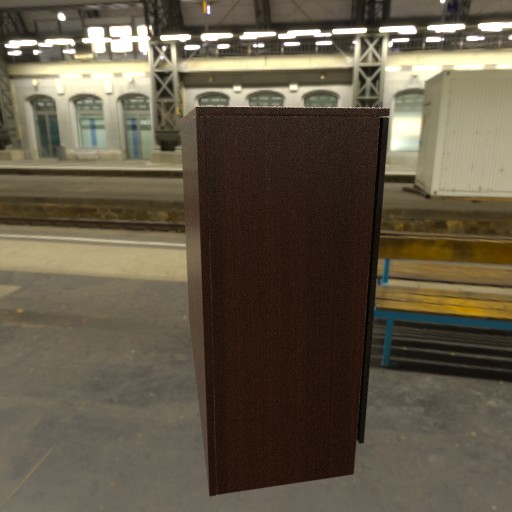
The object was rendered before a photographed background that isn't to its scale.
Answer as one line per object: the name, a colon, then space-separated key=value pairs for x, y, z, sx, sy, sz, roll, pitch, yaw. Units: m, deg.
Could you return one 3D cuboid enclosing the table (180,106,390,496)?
table: x=0.000 y=0.000 z=1.308 sx=0.380 sy=0.790 sz=0.930 roll=-3 pitch=16 yaw=-10
